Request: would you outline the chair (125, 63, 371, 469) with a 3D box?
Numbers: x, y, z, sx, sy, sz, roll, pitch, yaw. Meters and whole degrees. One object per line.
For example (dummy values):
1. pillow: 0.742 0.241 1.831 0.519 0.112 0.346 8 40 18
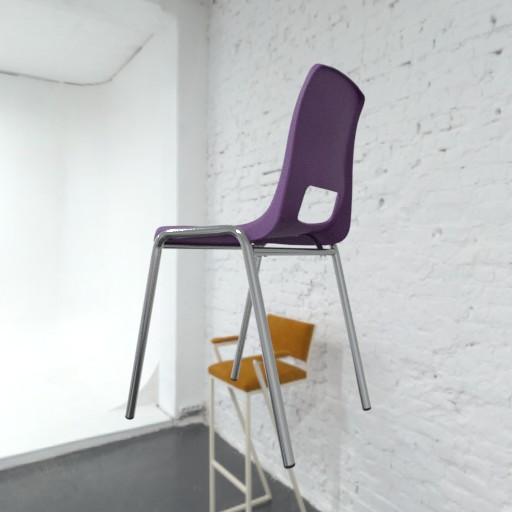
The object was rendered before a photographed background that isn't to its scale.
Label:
1. chair: 0.000 0.000 0.983 0.432 0.704 0.381 0 0 36
